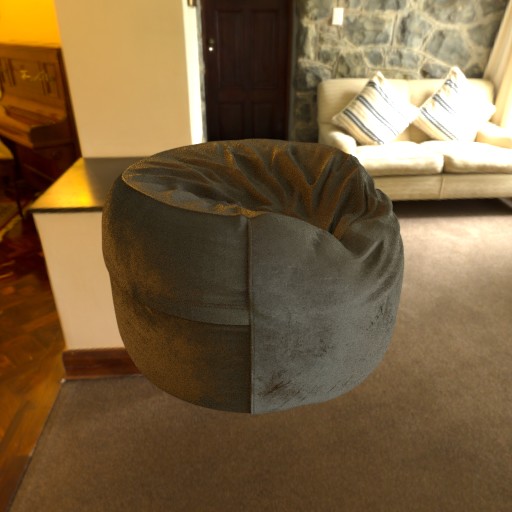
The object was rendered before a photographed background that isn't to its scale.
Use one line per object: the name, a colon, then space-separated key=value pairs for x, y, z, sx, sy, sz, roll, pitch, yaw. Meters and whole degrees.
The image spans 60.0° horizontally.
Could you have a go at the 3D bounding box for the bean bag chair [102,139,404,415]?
bean bag chair: x=0.000 y=0.000 z=1.433 sx=0.918 sy=0.605 sz=0.918 roll=0 pitch=28 yaw=0
